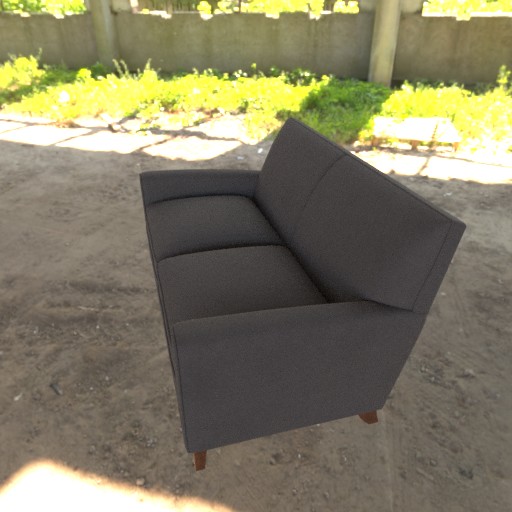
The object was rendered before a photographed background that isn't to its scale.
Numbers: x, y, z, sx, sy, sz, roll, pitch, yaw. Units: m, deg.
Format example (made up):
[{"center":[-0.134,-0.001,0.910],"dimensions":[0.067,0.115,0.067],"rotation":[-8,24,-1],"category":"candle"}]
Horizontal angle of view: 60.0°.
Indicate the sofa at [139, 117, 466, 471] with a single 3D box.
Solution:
[{"center":[0.000,0.000,1.926],"dimensions":[0.871,0.846,1.420],"rotation":[-8,31,-14],"category":"sofa"}]
